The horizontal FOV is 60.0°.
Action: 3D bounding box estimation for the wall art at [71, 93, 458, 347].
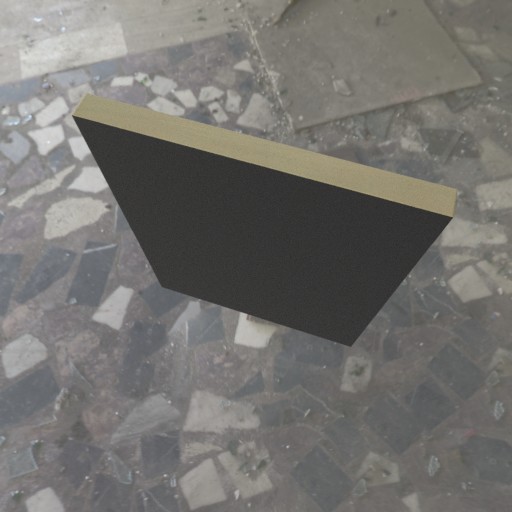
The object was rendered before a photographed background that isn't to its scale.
[{"bbox_3d":[0.000,0.000,0.823,0.489,0.608,0.040,17,66,8],"label":"wall art"}]
